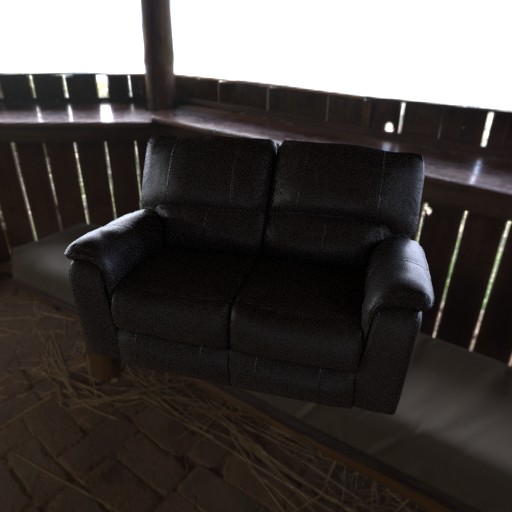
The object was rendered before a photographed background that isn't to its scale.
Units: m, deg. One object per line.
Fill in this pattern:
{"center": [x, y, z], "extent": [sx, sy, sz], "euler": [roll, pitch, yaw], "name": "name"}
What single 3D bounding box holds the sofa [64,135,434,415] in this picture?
{"center": [0.000, 0.000, 2.452], "extent": [1.765, 1.111, 1.104], "euler": [7, 28, 14], "name": "sofa"}
